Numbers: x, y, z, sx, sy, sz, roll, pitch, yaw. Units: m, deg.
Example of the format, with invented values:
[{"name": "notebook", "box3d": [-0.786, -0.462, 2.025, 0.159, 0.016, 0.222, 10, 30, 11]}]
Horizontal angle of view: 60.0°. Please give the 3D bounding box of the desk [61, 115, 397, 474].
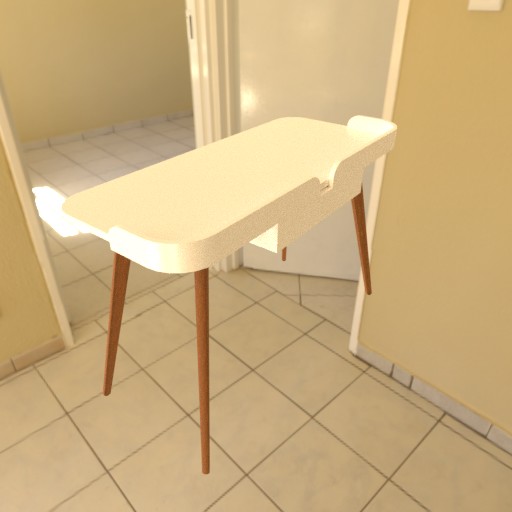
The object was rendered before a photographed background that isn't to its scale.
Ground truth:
[{"name": "desk", "box3d": [0.000, 0.000, 1.649, 0.534, 0.807, 1.206, 22, 38, 31]}]
